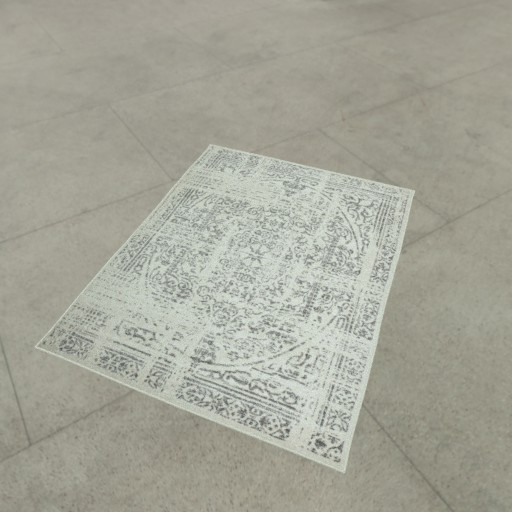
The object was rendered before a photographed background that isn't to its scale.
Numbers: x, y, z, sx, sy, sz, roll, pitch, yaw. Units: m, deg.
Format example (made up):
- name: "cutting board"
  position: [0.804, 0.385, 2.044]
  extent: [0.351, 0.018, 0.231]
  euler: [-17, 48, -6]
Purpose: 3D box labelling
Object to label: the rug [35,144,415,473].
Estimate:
- name: "rug"
  position: [0.000, 0.000, 3.844]
  extent: [2.311, 0.032, 2.921]
  euler: [16, 48, 15]
